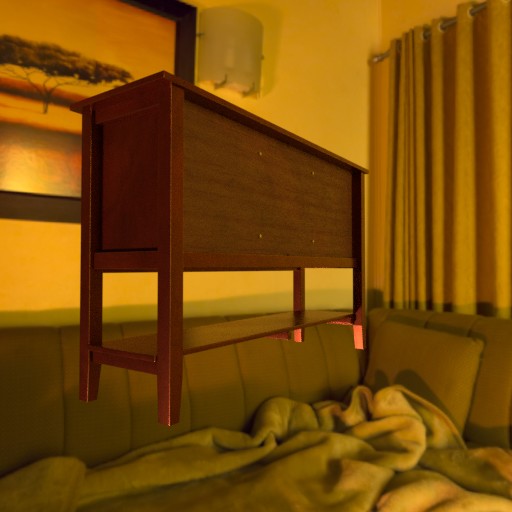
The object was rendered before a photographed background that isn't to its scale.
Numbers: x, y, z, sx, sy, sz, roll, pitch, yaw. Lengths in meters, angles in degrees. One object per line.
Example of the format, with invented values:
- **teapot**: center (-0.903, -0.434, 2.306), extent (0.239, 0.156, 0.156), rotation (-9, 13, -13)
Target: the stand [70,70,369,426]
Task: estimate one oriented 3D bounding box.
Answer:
- **stand**: center (0.000, 0.000, 1.741), extent (0.410, 0.872, 1.362), rotation (-1, -2, 35)
